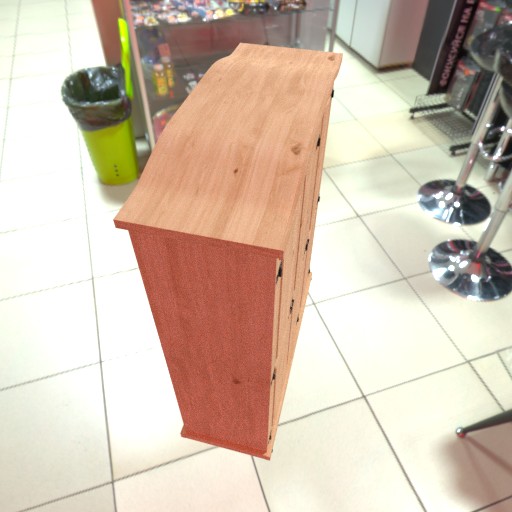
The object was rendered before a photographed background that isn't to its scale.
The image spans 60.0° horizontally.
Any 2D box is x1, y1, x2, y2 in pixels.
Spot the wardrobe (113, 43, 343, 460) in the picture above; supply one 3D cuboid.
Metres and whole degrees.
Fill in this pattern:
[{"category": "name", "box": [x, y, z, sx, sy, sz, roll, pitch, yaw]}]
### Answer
[{"category": "wardrobe", "box": [0.000, 0.000, 2.511, 0.570, 1.870, 1.500, 11, 47, 10]}]
